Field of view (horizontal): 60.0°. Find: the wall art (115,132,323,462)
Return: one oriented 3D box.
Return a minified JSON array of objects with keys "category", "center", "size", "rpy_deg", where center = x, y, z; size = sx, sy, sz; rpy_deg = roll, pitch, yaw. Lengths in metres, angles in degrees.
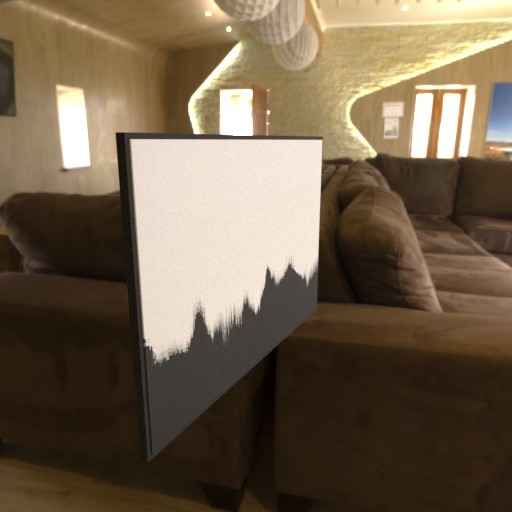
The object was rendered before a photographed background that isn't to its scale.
[{"category":"wall art","center":[0.000,0.000,1.531],"size":[0.028,0.805,1.190],"rpy_deg":[8,16,27]}]
